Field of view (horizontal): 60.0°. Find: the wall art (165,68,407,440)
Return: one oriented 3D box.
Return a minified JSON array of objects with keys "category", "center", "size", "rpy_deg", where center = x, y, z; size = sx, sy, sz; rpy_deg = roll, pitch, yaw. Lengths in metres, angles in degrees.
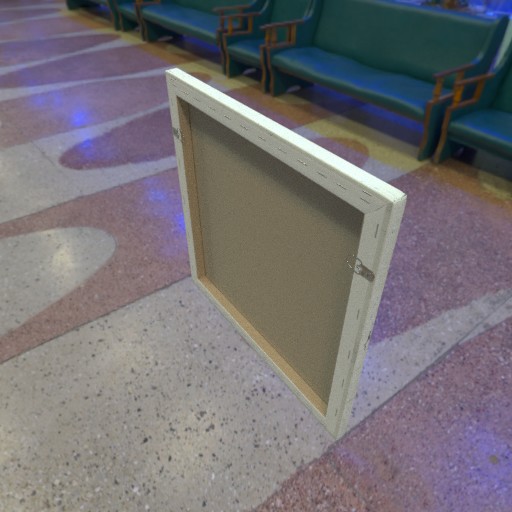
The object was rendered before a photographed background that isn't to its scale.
[{"category":"wall art","center":[0.000,0.000,1.171],"size":[0.038,0.762,0.762],"rpy_deg":[-26,47,-27]}]
